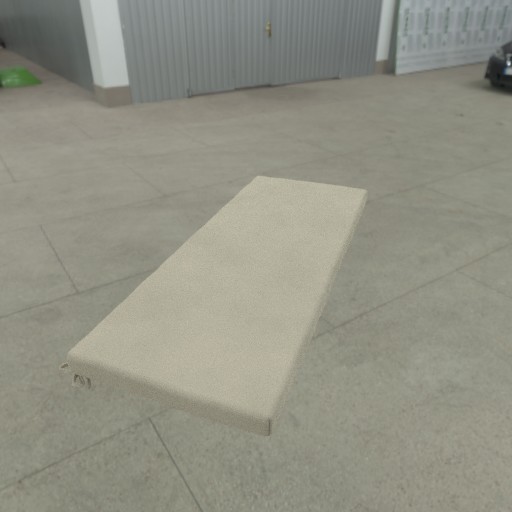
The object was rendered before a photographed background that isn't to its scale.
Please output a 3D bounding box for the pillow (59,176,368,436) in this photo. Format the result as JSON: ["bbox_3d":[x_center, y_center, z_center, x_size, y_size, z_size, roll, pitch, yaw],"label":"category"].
[{"bbox_3d":[0.000,0.000,1.322,0.492,0.081,1.187,11,32,18],"label":"pillow"}]
